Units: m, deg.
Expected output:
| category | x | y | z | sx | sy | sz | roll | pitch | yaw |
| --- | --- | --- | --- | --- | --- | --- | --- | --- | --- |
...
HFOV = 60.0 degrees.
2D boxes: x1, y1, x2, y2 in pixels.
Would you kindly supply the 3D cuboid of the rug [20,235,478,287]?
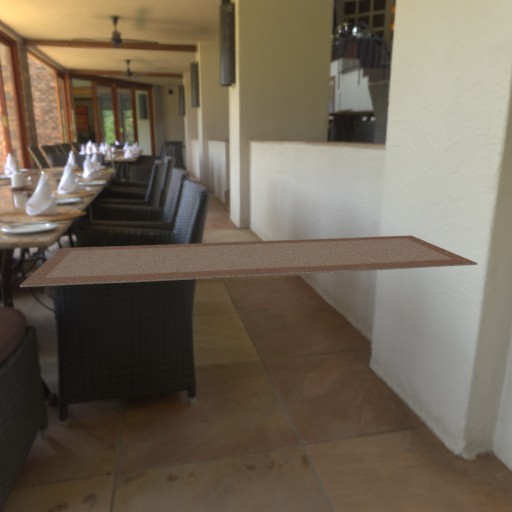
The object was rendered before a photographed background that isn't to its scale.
| category | x | y | z | sx | sy | sz | roll | pitch | yaw |
| --- | --- | --- | --- | --- | --- | --- | --- | --- | --- |
| rug | 0.000 | 0.000 | 2.679 | 2.430 | 0.012 | 0.767 | -2 | 15 | -9 |
